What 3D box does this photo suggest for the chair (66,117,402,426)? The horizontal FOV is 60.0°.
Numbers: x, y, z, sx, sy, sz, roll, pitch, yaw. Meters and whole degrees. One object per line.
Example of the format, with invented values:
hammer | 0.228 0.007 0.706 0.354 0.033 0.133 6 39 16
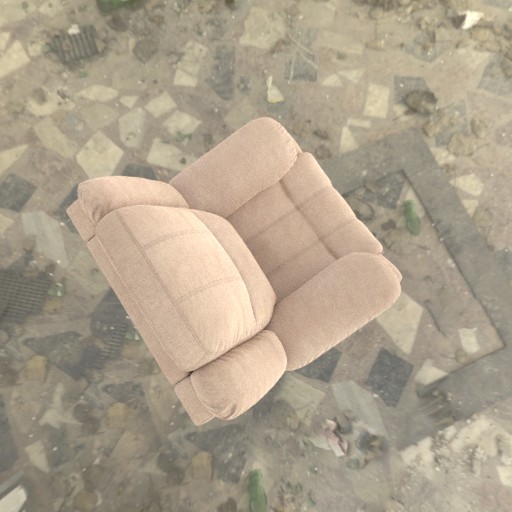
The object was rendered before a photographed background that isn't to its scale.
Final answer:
chair | 0.000 0.000 1.749 0.944 1.008 0.899 -33 78 -8
